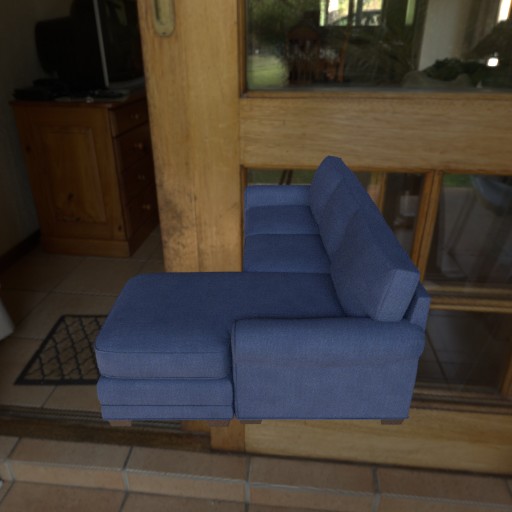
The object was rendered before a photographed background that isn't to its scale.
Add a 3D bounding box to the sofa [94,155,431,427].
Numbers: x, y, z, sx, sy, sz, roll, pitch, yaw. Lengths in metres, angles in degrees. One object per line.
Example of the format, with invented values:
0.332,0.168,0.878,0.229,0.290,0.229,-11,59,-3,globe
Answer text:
0.000,0.000,3.419,1.780,1.063,2.567,0,26,0,sofa
